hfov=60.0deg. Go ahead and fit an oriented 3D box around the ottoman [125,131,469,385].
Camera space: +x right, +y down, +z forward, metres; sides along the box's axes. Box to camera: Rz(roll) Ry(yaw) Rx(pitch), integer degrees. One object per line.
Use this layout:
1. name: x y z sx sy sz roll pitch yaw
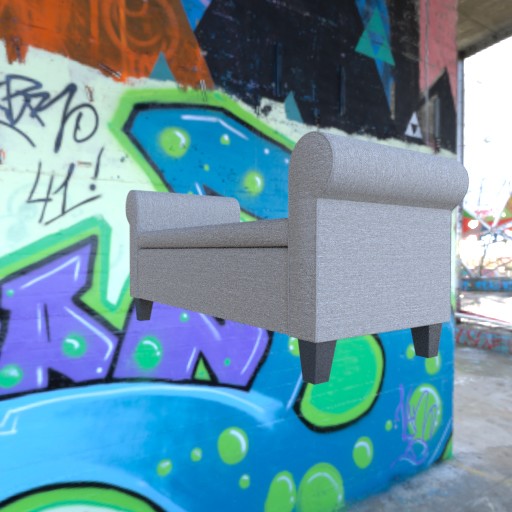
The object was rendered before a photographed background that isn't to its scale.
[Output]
1. ottoman: 0.000 0.000 1.546 0.521 0.547 1.256 -1 1 -35
